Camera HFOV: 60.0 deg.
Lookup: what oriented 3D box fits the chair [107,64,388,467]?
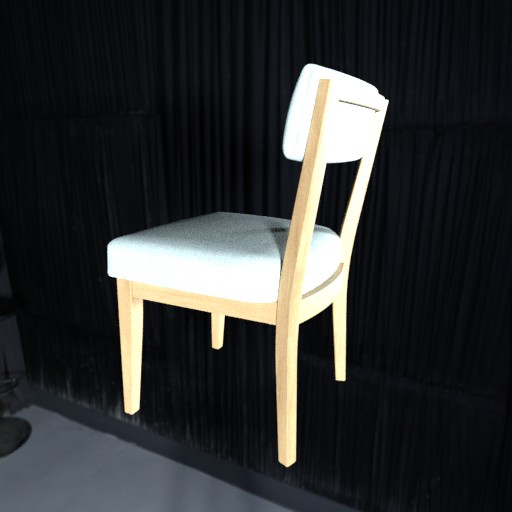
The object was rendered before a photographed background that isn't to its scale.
[{"bbox_3d":[0.000,0.000,1.151,0.572,0.832,0.508,7,16,26],"label":"chair"}]
